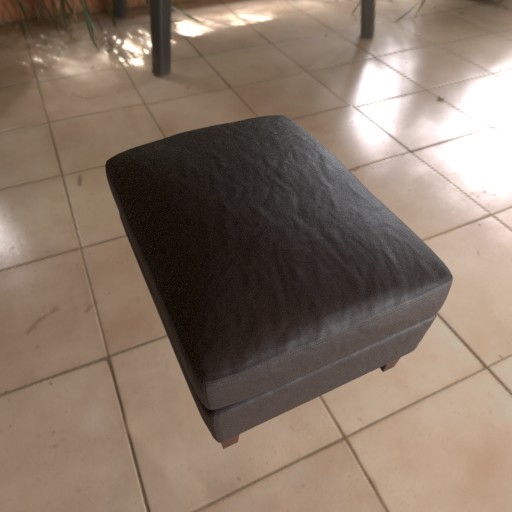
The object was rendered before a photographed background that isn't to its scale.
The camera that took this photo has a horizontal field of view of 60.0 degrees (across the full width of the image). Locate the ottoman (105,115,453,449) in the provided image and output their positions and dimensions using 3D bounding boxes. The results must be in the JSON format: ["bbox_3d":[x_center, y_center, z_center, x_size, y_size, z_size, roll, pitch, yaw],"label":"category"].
[{"bbox_3d":[0.000,0.000,1.324,0.659,0.529,0.887,-19,49,-18],"label":"ottoman"}]
